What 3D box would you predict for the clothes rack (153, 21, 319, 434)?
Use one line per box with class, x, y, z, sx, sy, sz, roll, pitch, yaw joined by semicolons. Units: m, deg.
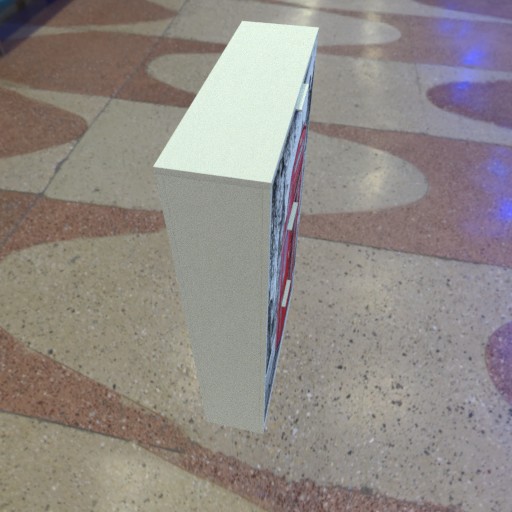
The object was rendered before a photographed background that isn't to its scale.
clothes rack;0.000;0.000;1.571;0.250;1.280;0.750;9;49;8
